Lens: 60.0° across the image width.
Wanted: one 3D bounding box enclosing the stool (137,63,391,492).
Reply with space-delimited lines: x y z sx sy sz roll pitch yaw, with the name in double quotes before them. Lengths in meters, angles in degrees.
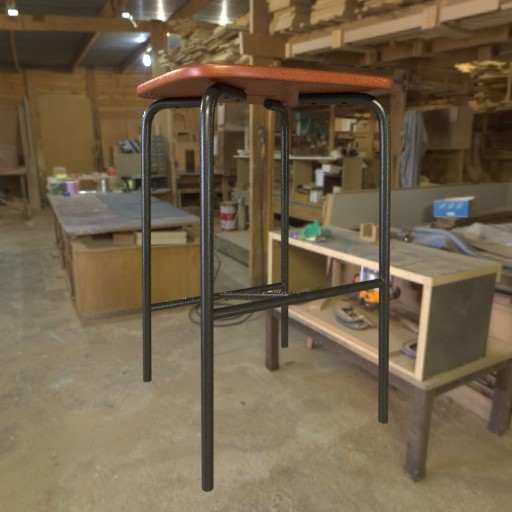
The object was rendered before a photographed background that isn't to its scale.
"stool" 0.000 0.000 0.839 0.376 0.610 0.376 -8 16 -27
